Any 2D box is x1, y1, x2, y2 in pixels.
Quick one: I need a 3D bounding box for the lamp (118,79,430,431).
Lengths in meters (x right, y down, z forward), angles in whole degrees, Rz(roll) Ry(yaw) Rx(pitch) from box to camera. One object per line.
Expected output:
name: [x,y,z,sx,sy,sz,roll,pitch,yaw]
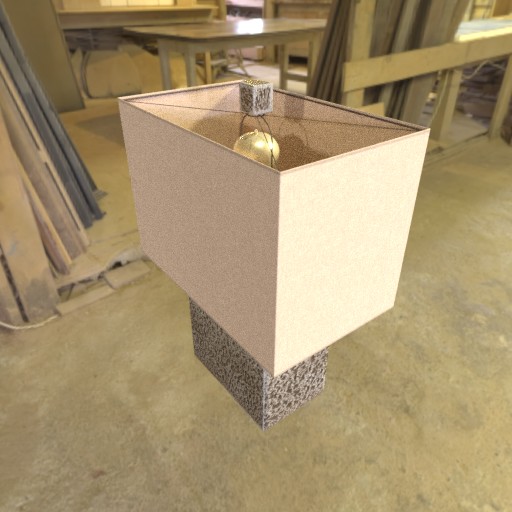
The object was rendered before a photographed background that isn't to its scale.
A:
lamp: [0.000,0.000,0.554,0.180,0.411,0.294,-22,38,-31]
